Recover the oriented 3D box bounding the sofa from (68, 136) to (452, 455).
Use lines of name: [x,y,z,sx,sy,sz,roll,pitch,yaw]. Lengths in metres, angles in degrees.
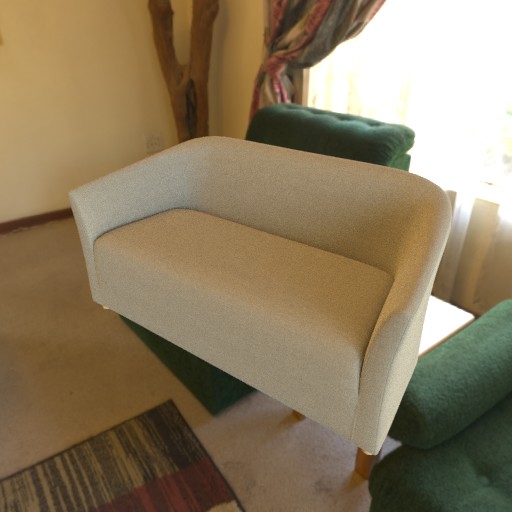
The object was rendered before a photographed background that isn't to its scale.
sofa: [0.000,0.000,1.799,1.452,0.721,0.705,19,34,32]
